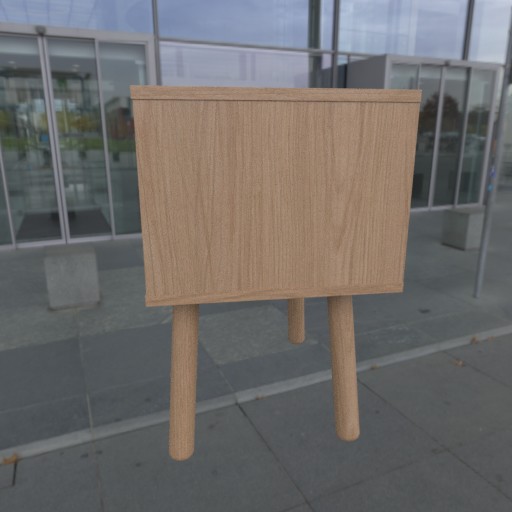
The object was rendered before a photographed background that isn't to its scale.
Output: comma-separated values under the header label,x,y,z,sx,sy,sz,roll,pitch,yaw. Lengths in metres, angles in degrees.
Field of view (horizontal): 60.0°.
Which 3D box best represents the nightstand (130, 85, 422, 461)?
label,x,y,z,sx,sy,sz,roll,pitch,yaw
nightstand,0.000,0.000,0.857,0.380,0.571,0.450,-2,16,-9
